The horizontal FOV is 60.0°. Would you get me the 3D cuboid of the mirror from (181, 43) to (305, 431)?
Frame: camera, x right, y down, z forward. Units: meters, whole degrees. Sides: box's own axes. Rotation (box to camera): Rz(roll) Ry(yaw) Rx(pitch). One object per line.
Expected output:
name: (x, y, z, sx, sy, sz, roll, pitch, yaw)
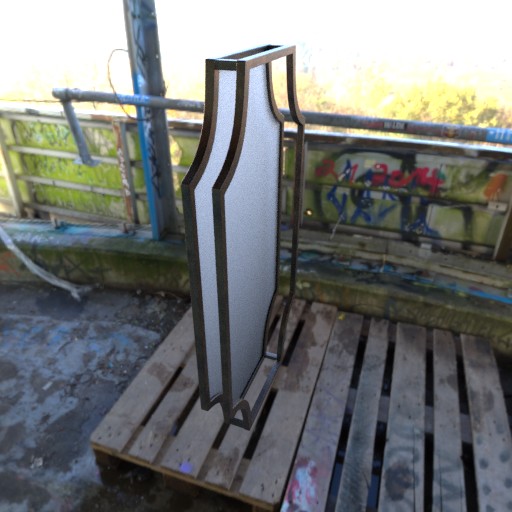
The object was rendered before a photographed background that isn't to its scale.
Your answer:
mirror: (0.000, 0.000, 0.960, 0.066, 0.811, 0.462, 11, 32, 18)
